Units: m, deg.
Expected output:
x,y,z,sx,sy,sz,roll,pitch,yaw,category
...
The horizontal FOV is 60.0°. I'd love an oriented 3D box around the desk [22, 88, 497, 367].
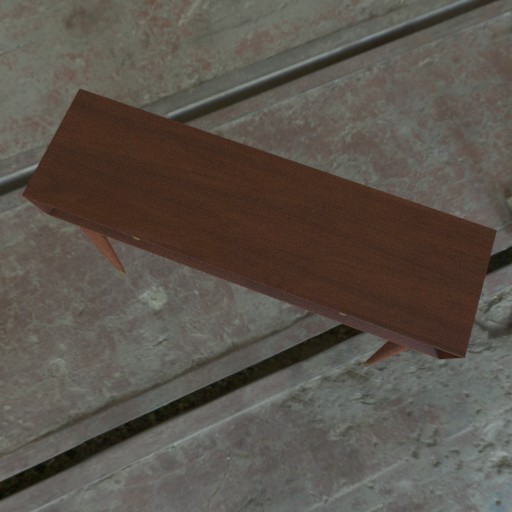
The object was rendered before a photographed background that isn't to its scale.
x,y,z,sx,sy,sz,roll,pitch,yaw,category
0.000,0.000,1.604,1.204,0.917,0.384,20,77,5,desk
